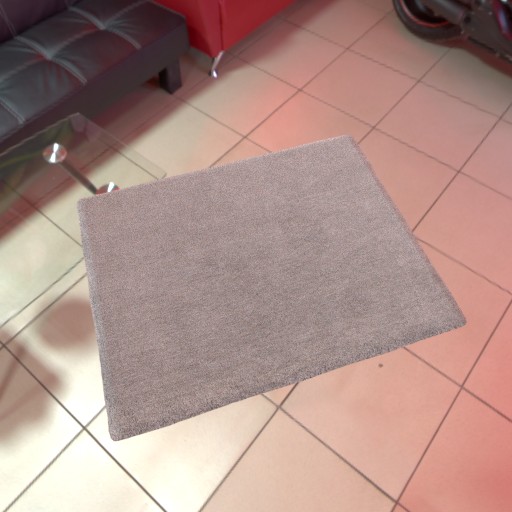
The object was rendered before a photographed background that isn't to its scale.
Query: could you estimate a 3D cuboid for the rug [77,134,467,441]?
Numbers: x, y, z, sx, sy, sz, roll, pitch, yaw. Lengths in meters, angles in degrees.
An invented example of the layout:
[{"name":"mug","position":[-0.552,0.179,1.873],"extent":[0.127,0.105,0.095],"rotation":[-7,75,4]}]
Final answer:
[{"name":"rug","position":[0.000,0.000,3.947],"extent":[2.933,0.027,2.332],"rotation":[-16,60,-9]}]
